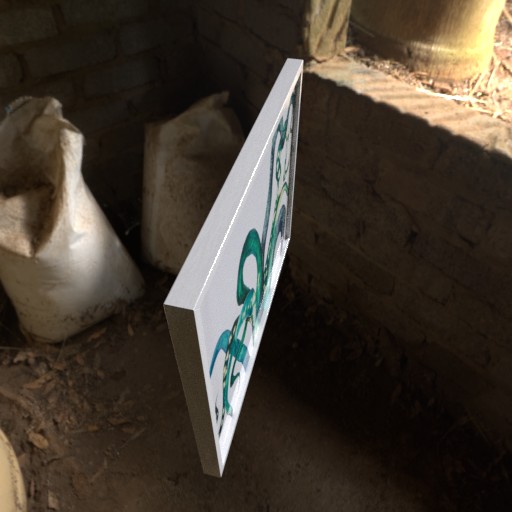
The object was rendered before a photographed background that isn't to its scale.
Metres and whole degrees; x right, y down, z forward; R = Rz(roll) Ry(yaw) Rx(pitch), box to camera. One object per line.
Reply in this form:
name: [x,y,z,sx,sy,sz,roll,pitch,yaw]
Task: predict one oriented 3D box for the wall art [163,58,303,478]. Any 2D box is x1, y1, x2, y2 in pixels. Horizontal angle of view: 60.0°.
wall art: [0.000,0.000,1.358,0.053,0.787,1.041,10,46,10]
